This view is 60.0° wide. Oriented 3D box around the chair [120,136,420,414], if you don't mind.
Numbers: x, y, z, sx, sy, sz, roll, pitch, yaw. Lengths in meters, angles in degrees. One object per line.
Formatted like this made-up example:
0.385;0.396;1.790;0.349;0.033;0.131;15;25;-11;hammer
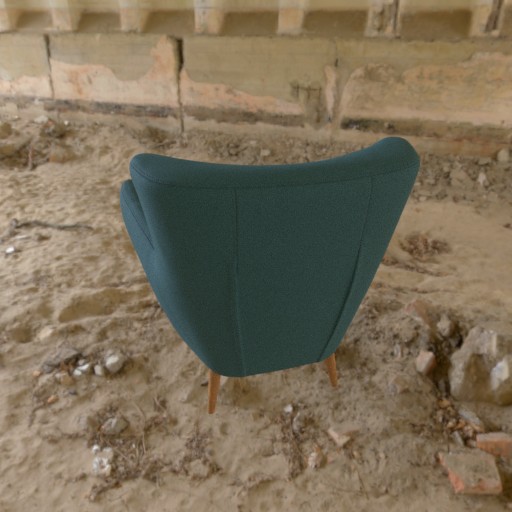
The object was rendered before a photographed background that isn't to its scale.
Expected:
0.000;0.000;1.578;0.890;0.889;0.889;-7;28;-14;chair
